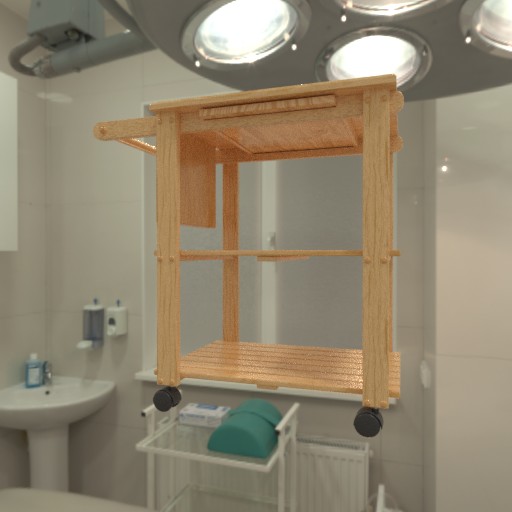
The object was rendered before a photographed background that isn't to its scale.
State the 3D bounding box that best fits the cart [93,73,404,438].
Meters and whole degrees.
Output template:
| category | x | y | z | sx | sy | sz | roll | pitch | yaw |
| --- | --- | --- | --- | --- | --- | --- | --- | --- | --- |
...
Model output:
| category | x | y | z | sx | sy | sz | roll | pitch | yaw |
| --- | --- | --- | --- | --- | --- | --- | --- | --- | --- |
| cart | 0.000 | 0.000 | 1.338 | 0.843 | 0.816 | 0.520 | 0 | 0 | 18 |
